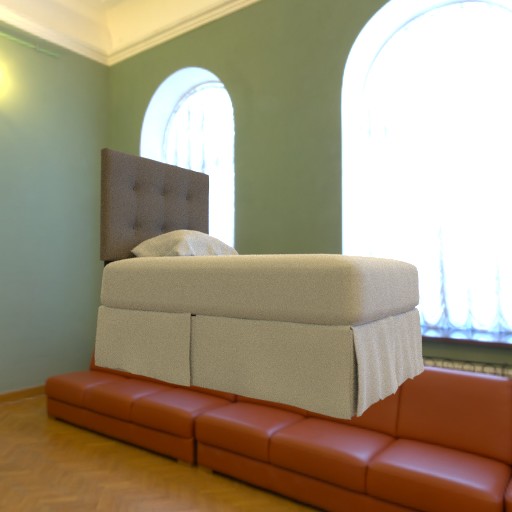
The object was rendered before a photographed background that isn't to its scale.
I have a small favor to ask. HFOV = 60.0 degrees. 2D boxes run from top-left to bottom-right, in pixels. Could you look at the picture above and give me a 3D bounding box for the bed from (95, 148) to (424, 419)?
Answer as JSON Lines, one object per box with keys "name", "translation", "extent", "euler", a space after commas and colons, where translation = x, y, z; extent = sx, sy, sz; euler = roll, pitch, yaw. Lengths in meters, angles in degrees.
{"name": "bed", "translation": [0.000, 0.000, 3.098], "extent": [1.997, 1.571, 1.261], "euler": [-1, -2, 35]}
